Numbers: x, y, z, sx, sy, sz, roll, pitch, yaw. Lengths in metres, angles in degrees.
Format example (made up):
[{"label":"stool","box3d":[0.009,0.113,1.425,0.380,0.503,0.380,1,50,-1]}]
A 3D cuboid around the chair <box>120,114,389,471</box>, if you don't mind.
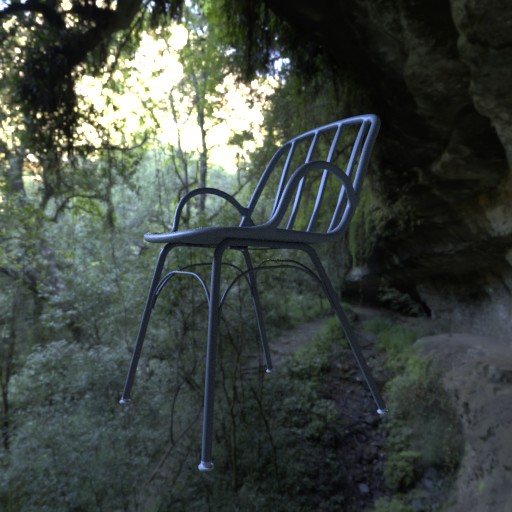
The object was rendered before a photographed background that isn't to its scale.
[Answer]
[{"label":"chair","box3d":[0.000,0.000,1.209,0.597,0.816,0.549,-1,1,-36]}]
